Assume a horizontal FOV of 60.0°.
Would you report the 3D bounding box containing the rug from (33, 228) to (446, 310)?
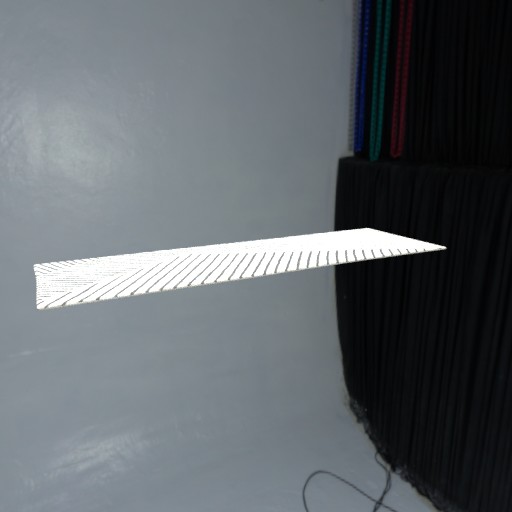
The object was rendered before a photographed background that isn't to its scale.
[{"bbox_3d":[0.000,0.000,2.714,2.439,0.020,0.773,-7,16,-26],"label":"rug"}]
